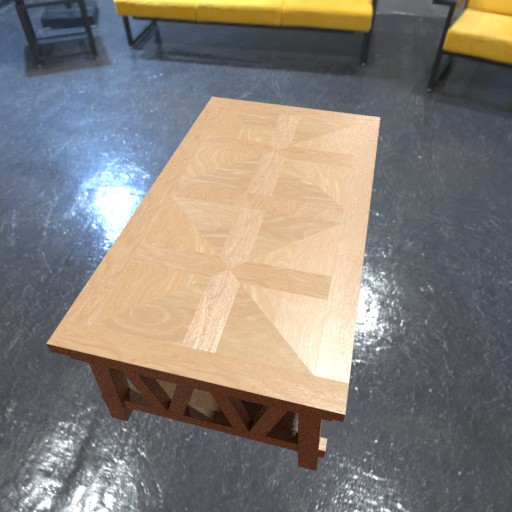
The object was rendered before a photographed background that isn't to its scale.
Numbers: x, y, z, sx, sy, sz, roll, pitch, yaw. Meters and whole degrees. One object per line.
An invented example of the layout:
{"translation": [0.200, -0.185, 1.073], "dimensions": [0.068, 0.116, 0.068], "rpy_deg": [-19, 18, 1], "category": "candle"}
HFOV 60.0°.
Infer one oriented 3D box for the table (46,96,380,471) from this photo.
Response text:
{"translation": [0.000, 0.000, 1.604], "dimensions": [0.711, 0.507, 1.270], "rpy_deg": [10, 47, 10], "category": "table"}
